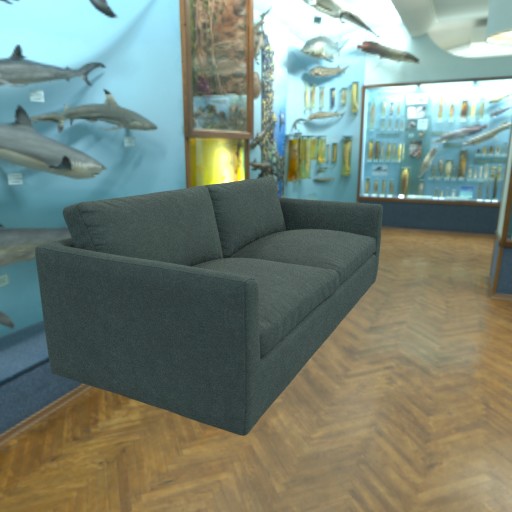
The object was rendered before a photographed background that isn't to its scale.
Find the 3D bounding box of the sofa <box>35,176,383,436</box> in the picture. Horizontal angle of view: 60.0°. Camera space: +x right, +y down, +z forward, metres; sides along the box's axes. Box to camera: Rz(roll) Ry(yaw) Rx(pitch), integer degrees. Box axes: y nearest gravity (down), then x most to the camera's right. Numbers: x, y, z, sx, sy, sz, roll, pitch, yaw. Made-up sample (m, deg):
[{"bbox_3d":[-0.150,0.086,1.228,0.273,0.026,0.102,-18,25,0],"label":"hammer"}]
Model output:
[{"bbox_3d":[0.000,0.000,2.740,1.092,0.838,2.257,7,16,26],"label":"sofa"}]
